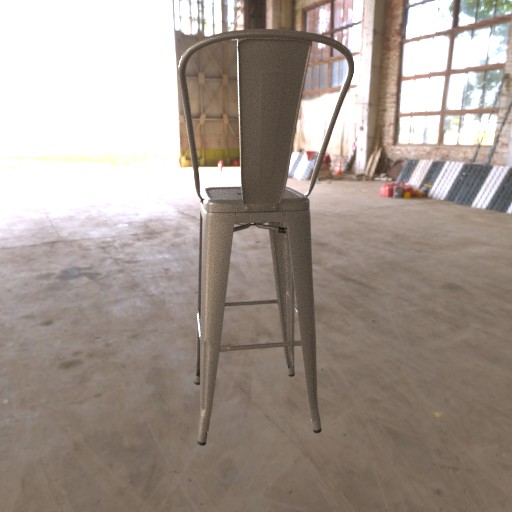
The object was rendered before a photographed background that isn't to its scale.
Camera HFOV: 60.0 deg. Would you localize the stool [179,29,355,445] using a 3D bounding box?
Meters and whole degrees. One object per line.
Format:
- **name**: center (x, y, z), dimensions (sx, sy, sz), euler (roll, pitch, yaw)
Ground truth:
- **stool**: center (0.000, 0.000, 1.286), dimensions (0.399, 1.096, 0.513), euler (-3, 16, -9)
